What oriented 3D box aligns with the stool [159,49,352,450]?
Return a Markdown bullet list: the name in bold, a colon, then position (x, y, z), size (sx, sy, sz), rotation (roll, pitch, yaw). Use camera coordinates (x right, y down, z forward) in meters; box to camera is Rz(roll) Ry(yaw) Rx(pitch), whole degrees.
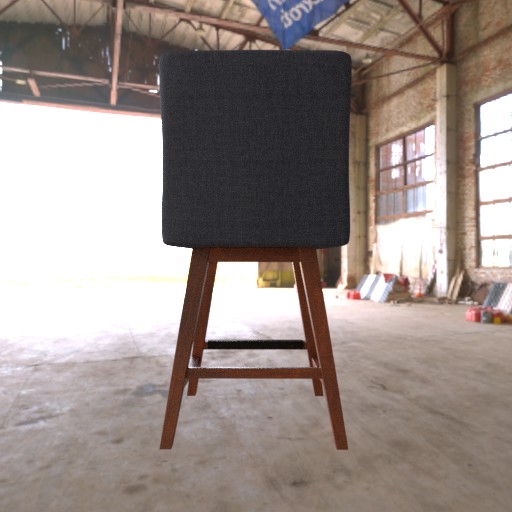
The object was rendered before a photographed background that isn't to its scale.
- **stool**: position (0.000, 0.000, 1.200), size (0.467, 0.895, 0.524), rotation (0, 0, 0)
